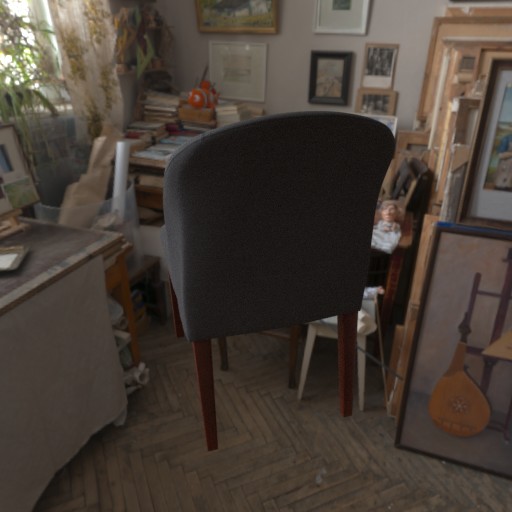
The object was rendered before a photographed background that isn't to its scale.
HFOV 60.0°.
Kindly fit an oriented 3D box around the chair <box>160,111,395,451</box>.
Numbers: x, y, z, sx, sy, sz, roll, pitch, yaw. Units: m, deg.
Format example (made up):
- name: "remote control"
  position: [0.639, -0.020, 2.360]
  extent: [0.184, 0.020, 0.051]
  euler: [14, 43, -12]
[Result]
- name: "chair"
  position: [0.000, 0.000, 1.257]
  extent: [0.506, 0.879, 0.619]
  euler: [-8, 28, -15]
